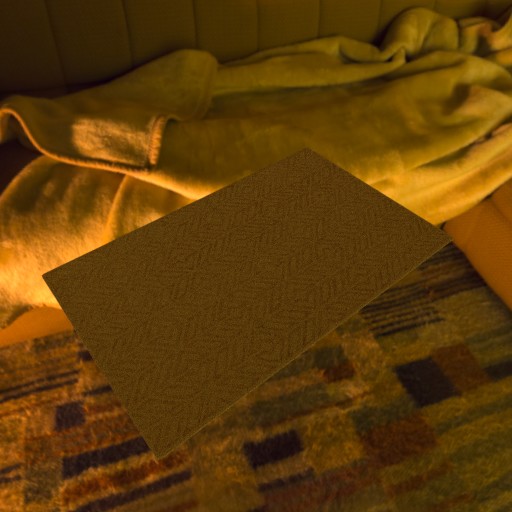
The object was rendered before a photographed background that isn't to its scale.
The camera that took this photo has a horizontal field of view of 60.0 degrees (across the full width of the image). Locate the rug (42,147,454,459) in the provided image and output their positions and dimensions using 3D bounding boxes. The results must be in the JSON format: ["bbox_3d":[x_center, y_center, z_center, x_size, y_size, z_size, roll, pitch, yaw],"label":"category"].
[{"bbox_3d":[0.000,0.000,3.060,2.438,0.008,1.523,-30,53,-26],"label":"rug"}]
